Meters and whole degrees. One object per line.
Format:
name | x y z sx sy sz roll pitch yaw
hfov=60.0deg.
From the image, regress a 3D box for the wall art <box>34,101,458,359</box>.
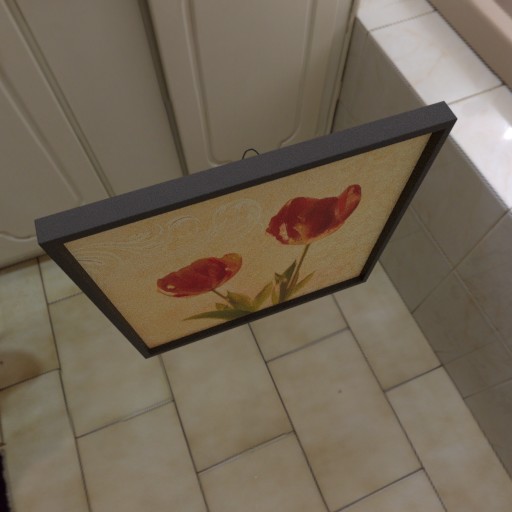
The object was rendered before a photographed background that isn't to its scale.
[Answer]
wall art | 0.000 0.000 0.511 0.349 0.349 0.038 -18 65 -9
